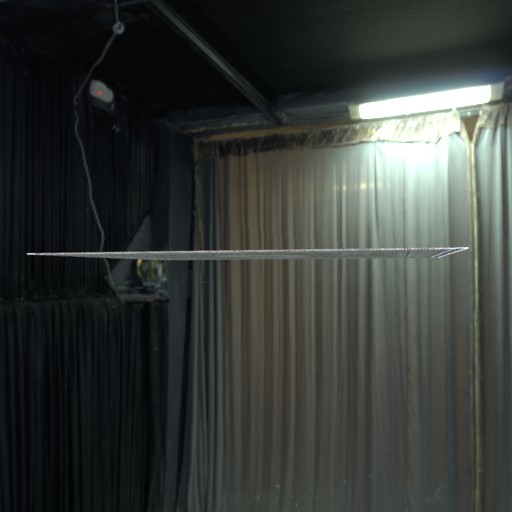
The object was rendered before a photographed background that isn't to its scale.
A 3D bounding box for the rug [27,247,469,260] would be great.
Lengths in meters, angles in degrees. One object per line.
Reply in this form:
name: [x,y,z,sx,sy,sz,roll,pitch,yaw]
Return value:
rug: [0.000,0.000,3.026,2.440,0.010,1.528,-1,-2,18]
